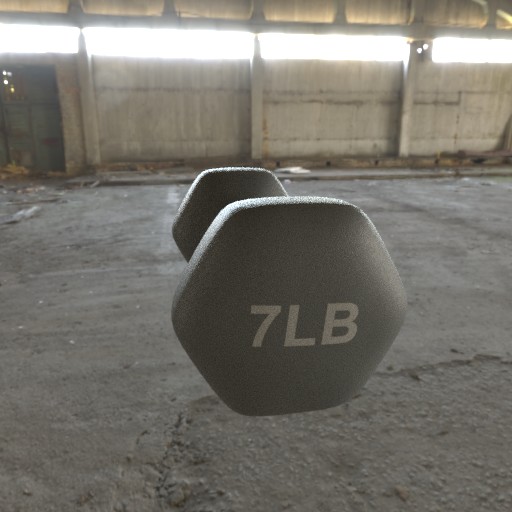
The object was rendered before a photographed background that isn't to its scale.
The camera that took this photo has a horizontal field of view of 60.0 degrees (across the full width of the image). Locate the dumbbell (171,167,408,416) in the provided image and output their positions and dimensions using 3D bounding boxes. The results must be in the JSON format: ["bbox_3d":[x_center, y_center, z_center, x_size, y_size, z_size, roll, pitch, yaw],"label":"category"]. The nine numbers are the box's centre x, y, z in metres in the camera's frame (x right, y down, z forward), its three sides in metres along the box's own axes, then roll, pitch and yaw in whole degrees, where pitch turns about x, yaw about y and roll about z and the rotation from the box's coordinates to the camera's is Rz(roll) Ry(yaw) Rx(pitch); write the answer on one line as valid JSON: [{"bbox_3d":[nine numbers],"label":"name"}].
[{"bbox_3d":[0.000,0.000,0.235,0.090,0.081,0.184,-3,16,-9],"label":"dumbbell"}]
